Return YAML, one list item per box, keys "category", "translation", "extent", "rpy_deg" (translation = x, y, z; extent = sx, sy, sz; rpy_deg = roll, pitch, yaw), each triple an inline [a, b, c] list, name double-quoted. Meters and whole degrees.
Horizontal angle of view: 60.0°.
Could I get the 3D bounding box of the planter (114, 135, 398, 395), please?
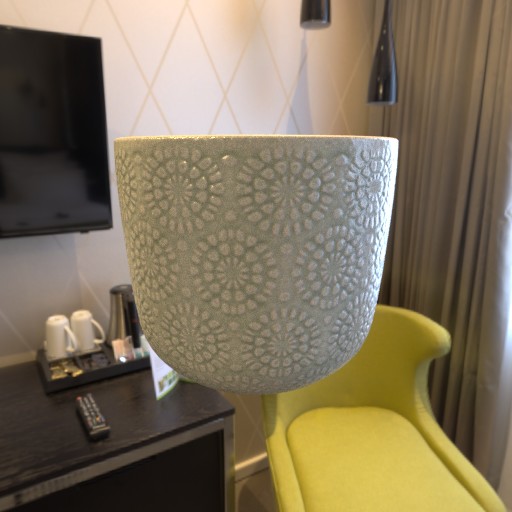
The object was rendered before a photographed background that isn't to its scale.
- category: "planter"
  translation: [0.000, 0.000, 0.214]
  extent: [0.124, 0.109, 0.124]
  rpy_deg: [0, 13, 0]
